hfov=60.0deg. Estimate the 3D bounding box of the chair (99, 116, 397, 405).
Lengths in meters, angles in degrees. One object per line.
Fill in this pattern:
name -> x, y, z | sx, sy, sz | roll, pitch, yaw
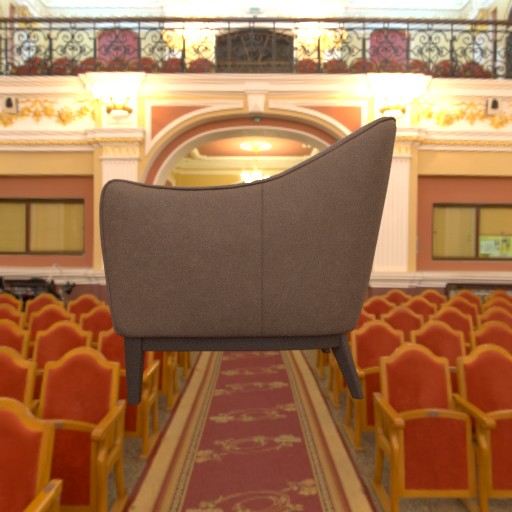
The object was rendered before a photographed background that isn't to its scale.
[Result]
chair -> 0.000, 0.000, 1.592 | 0.852, 0.830, 0.871 | 0, 0, 0
